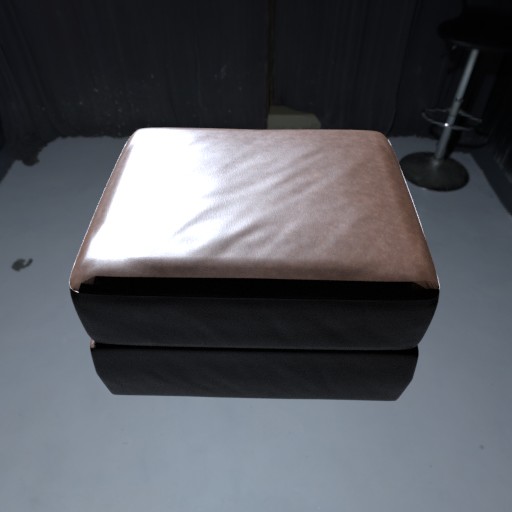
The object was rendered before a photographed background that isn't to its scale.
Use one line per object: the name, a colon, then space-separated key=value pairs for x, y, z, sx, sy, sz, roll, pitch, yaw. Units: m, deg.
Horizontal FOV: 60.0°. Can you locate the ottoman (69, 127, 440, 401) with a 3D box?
ottoman: x=0.000 y=0.000 z=1.151 sx=0.751 sy=0.476 sz=0.603 roll=1 pitch=45 yaw=1
